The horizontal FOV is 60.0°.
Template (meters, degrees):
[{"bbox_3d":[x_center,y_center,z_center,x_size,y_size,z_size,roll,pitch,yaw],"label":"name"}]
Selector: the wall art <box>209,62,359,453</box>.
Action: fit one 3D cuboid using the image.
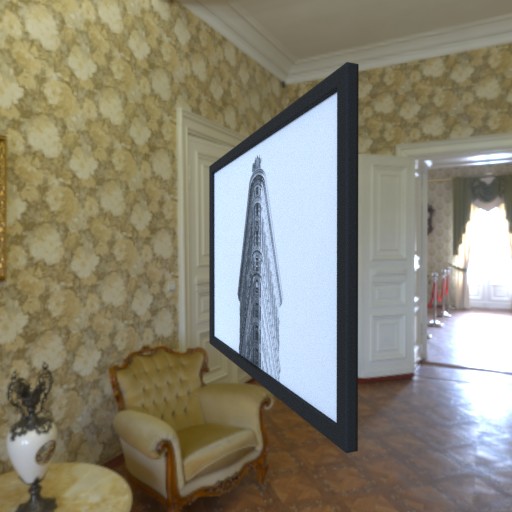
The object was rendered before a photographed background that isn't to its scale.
[{"bbox_3d":[0.000,0.000,1.204,0.049,0.659,0.964,0,1,-18],"label":"wall art"}]
